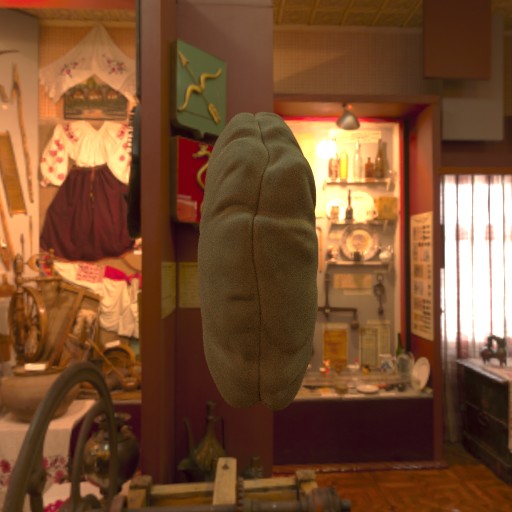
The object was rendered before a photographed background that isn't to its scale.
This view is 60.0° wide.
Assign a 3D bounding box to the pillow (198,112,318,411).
[{"bbox_3d":[0.000,0.000,0.660,0.148,0.407,0.428,0,0,-1],"label":"pillow"}]
